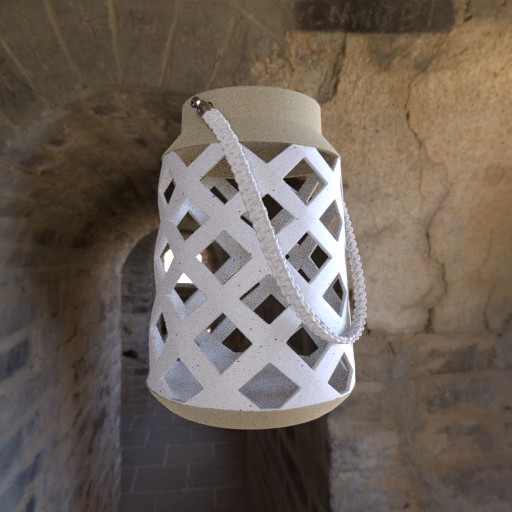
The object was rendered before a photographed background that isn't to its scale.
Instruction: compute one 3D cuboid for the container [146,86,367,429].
[{"bbox_3d":[0.000,0.000,0.402,0.198,0.264,0.188,0,0,36],"label":"container"}]
